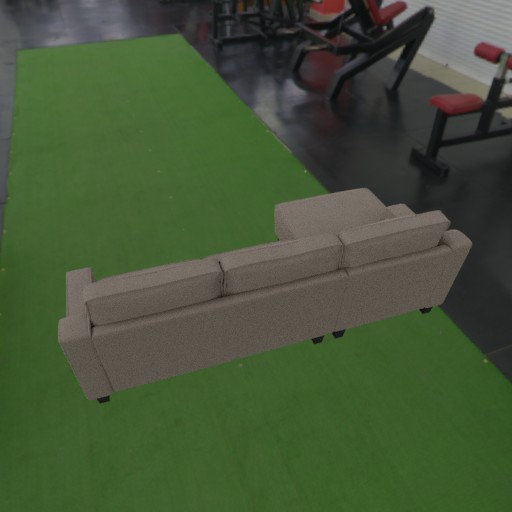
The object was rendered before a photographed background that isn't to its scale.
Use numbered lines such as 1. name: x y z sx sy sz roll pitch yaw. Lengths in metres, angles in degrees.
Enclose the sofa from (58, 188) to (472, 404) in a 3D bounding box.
1. sofa: 0.000 0.000 3.215 2.561 0.928 1.294 -12 42 -14
